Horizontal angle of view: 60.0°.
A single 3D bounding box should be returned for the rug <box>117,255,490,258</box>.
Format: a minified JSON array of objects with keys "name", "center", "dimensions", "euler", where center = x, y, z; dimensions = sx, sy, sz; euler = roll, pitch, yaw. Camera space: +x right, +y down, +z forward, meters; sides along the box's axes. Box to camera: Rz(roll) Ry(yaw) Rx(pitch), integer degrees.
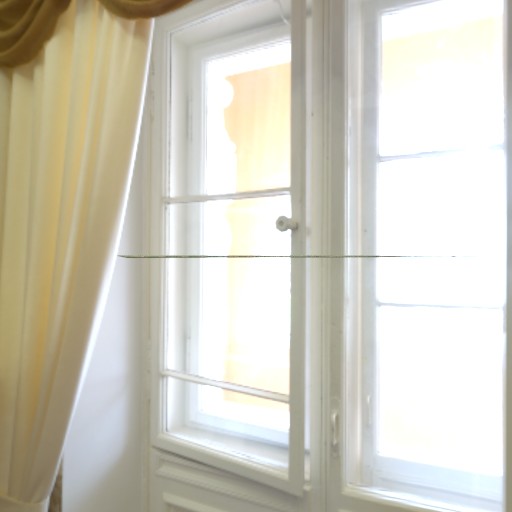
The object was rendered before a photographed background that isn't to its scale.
[{"name":"rug","center":[0.000,0.000,4.156],"dimensions":[2.436,0.007,3.045],"euler":[0,0,-18]}]
